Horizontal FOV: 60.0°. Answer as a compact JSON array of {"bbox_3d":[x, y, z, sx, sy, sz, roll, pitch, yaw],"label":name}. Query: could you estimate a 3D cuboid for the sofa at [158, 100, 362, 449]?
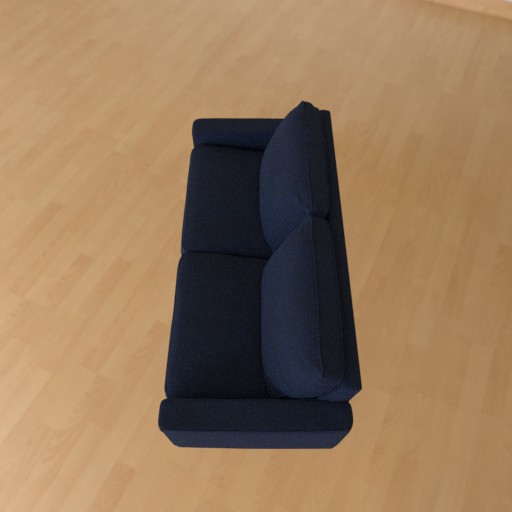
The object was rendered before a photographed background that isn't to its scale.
[{"bbox_3d":[0.000,0.000,2.679,0.940,0.919,2.080,0,59,0],"label":"sofa"}]
